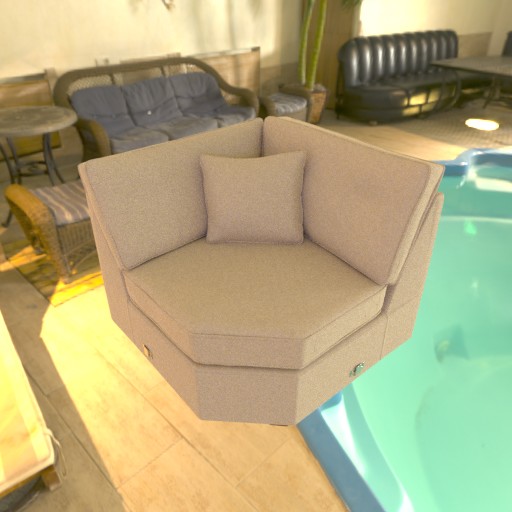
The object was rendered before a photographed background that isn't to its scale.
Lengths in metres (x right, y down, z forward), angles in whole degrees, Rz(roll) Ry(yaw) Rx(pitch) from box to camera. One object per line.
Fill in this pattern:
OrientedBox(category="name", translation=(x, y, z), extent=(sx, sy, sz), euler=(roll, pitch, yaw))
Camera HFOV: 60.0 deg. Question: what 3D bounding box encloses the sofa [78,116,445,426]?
OrientedBox(category="sofa", translation=(0.000, 0.000, 1.888), extent=(1.050, 0.937, 1.042), euler=(-23, 38, -33))
